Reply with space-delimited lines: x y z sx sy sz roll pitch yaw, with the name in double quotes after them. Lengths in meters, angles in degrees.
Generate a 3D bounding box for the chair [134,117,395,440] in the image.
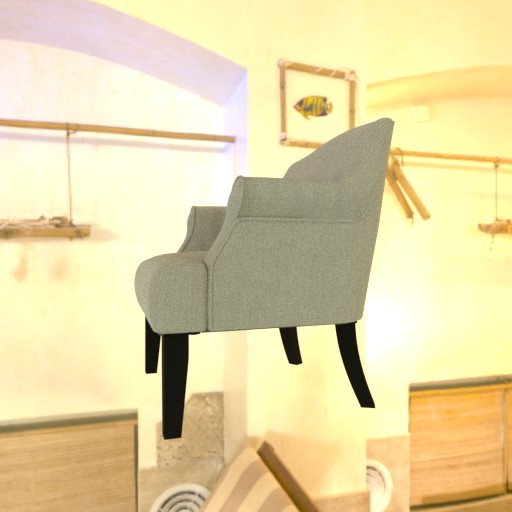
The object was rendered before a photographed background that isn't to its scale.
0.000 0.000 1.479 0.755 0.880 0.772 0 0 -18 "chair"
